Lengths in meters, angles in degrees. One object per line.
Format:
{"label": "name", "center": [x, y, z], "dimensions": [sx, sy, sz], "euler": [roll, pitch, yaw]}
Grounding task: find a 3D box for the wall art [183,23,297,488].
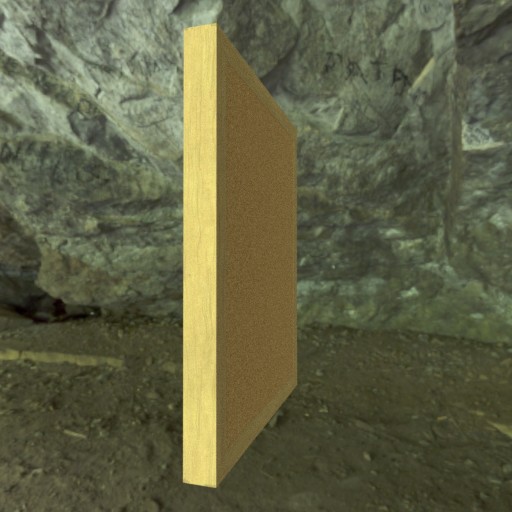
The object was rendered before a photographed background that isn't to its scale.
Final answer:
{"label": "wall art", "center": [0.000, 0.000, 0.515], "dimensions": [0.030, 0.380, 0.312], "euler": [0, -1, 17]}
